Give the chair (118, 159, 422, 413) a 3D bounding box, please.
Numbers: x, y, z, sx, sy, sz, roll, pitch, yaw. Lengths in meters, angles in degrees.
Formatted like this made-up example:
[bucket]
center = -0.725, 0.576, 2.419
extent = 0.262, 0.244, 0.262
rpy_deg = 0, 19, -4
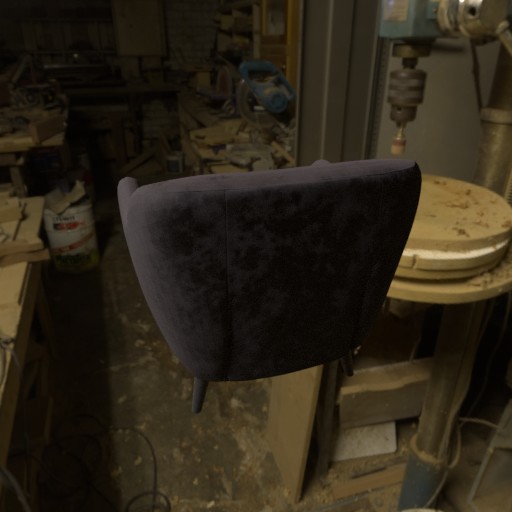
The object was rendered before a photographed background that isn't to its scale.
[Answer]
[chair]
center = 0.000, 0.000, 1.510
extent = 0.840, 0.807, 0.819
rpy_deg = -8, 28, -16
